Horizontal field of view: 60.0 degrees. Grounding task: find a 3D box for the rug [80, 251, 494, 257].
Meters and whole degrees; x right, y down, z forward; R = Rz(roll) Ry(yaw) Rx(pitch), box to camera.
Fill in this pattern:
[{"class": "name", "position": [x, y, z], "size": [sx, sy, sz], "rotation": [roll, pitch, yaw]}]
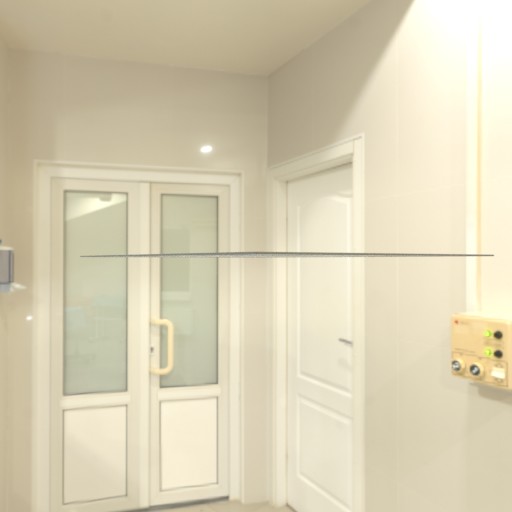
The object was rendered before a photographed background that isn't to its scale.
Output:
[{"class": "rug", "position": [0.000, 0.000, 4.229], "size": [2.393, 0.013, 3.307], "rotation": [0, -1, -36]}]
